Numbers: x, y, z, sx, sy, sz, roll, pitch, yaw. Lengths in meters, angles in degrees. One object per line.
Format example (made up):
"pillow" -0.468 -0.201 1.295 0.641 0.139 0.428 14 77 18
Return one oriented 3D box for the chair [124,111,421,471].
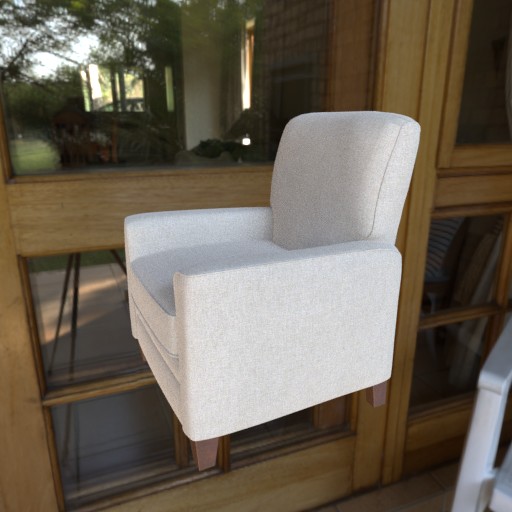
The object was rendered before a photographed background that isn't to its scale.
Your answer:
"chair" 0.000 0.000 1.646 0.859 1.023 0.845 -8 19 -26
